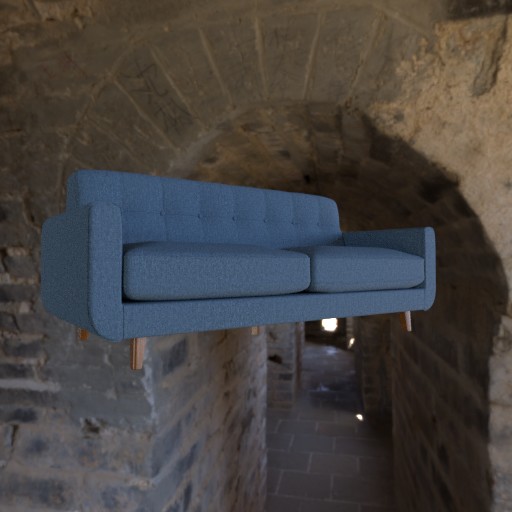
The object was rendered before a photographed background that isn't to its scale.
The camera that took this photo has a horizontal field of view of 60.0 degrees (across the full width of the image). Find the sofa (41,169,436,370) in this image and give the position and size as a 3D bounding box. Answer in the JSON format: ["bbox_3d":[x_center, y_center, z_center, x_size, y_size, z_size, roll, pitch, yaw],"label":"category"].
[{"bbox_3d":[0.000,0.000,2.486,2.055,0.884,0.942,1,-1,-35],"label":"sofa"}]
